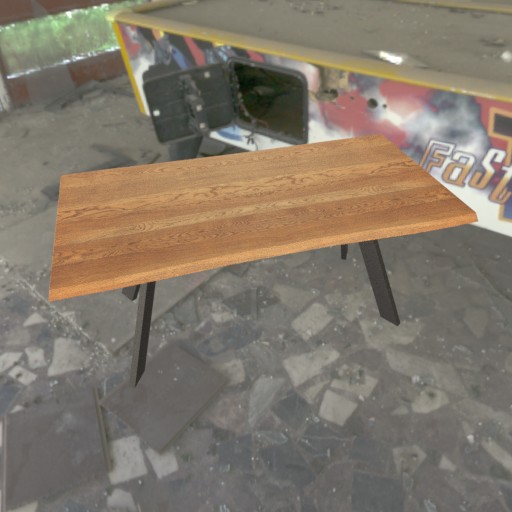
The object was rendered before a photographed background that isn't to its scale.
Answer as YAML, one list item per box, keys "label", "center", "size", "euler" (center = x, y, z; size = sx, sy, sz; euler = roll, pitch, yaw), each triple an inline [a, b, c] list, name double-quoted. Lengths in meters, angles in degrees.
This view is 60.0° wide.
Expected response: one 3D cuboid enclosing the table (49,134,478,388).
- label: "table"
  center: [0.000, 0.000, 2.329]
  size: [1.800, 0.770, 0.900]
  euler: [-10, 40, -12]
